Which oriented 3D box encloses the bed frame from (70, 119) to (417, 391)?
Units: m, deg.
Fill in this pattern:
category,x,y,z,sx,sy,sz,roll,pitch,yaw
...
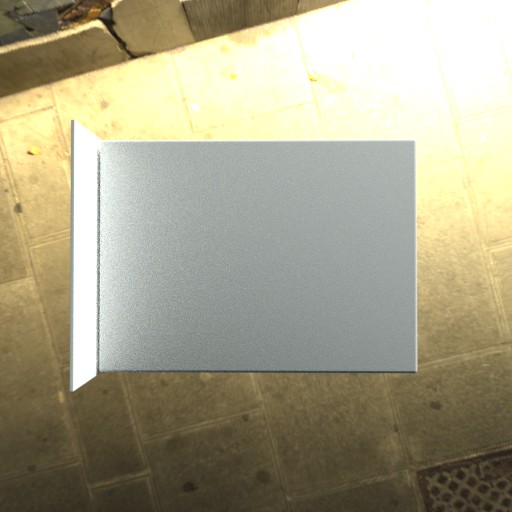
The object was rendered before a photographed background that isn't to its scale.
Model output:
category,x,y,z,sx,sy,sz,roll,pitch,yaw
bed frame,0.000,0.000,2.668,1.900,0.800,1.400,0,89,1
